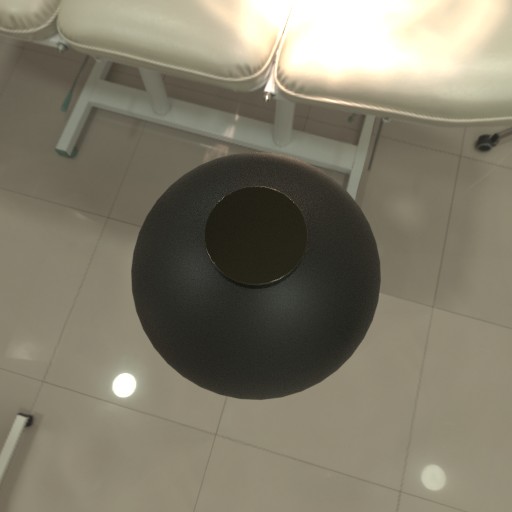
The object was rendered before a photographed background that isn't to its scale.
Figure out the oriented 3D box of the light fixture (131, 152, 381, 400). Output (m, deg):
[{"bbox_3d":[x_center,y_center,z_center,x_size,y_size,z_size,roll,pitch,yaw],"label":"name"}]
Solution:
[{"bbox_3d":[0.000,0.000,0.562,0.355,0.177,0.355,0,74,0],"label":"light fixture"}]
